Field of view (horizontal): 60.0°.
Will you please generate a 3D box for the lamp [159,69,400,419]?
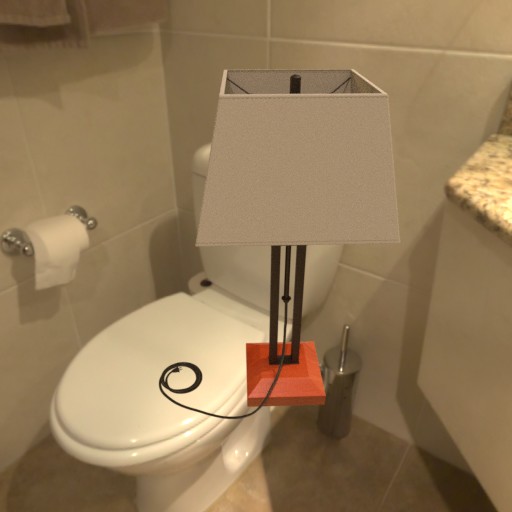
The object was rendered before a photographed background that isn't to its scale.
[{"bbox_3d":[0.000,0.000,0.962,0.498,0.737,0.310,-1,31,-1],"label":"lamp"}]
